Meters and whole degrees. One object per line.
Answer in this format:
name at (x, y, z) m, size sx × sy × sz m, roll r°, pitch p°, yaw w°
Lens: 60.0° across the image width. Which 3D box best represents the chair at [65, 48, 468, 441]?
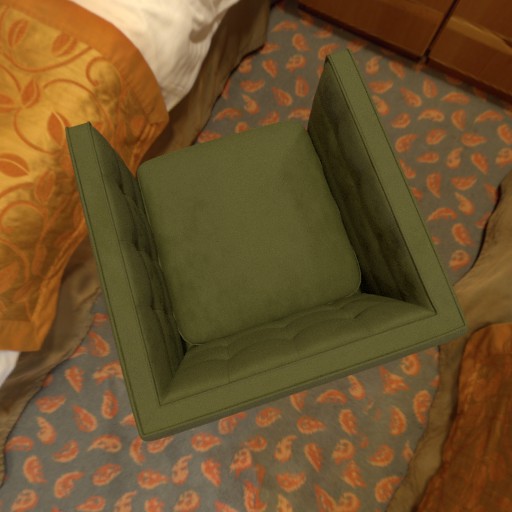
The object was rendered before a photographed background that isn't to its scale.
chair at (0.000, 0.000, 1.537) m, size 0.880 × 0.790 × 0.894 m, roll -17°, pitch 77°, yaw -4°
